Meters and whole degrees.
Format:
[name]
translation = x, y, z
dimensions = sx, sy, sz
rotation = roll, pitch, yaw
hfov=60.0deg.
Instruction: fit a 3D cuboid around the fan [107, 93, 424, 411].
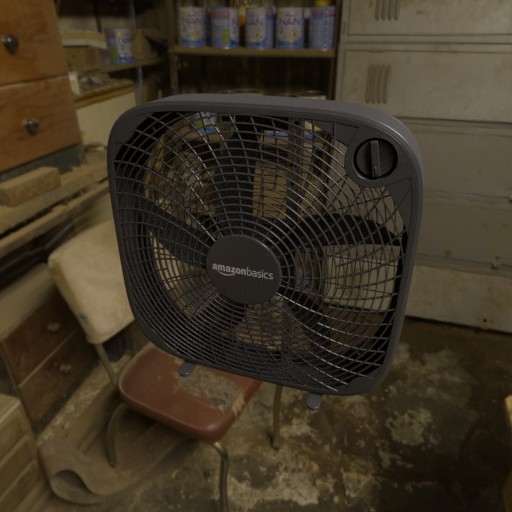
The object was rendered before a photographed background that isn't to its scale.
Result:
[fan]
translation = 0.000, 0.000, 0.791
dimensions = 0.526, 0.533, 0.142
rotation = 9, 29, 17
